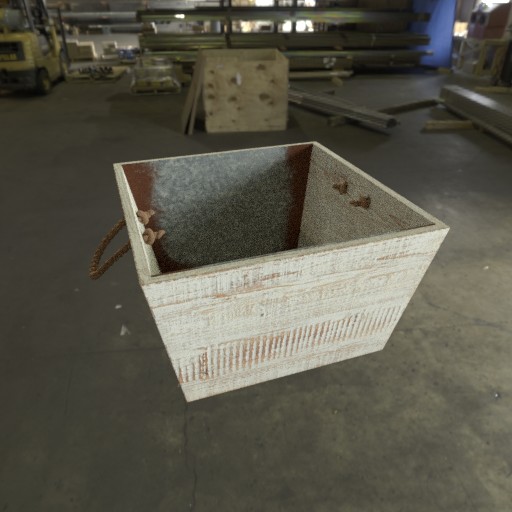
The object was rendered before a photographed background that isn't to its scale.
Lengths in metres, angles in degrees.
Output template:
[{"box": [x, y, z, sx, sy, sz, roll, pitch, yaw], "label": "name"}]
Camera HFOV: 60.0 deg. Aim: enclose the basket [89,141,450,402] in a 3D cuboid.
[{"box": [0.000, 0.000, 0.772, 0.545, 0.247, 0.413, -10, 33, -16], "label": "basket"}]
